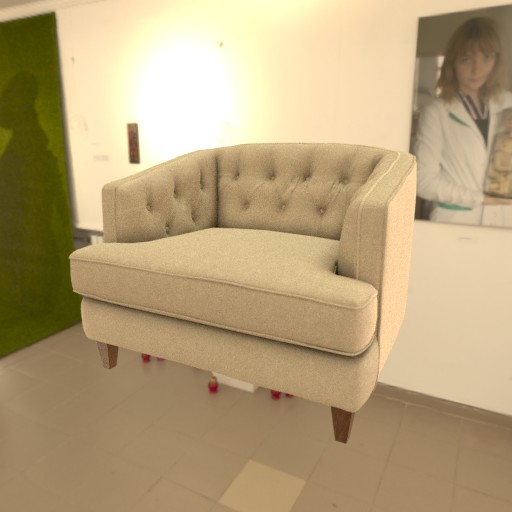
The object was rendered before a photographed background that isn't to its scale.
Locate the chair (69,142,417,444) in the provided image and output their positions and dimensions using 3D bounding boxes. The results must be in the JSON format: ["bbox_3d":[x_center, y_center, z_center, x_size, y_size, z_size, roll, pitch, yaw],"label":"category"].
[{"bbox_3d":[0.000,0.000,1.737,1.104,0.852,0.941,8,17,27],"label":"chair"}]
